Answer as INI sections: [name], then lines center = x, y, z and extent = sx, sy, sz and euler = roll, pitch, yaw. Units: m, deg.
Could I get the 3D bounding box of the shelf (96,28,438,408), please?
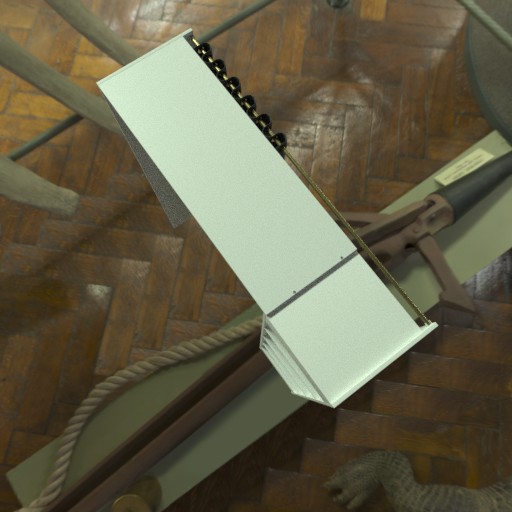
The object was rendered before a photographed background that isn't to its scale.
[shelf]
center = 0.000, 0.000, 2.594
extent = 0.500, 1.810, 1.600
euler = -35, 77, -9
